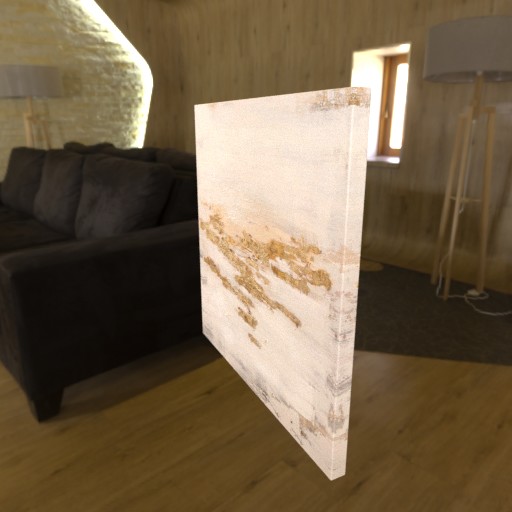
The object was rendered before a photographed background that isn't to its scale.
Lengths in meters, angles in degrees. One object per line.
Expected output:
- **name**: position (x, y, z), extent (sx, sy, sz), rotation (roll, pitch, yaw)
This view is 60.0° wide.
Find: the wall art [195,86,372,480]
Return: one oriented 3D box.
- **wall art**: position (0.000, 0.000, 1.129), extent (0.038, 0.755, 0.753), rotation (-8, 18, -26)
